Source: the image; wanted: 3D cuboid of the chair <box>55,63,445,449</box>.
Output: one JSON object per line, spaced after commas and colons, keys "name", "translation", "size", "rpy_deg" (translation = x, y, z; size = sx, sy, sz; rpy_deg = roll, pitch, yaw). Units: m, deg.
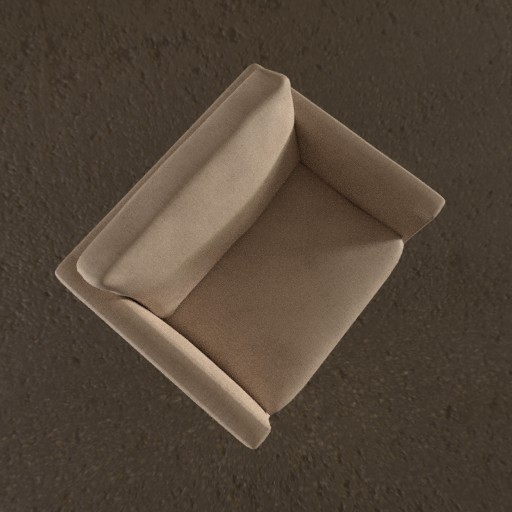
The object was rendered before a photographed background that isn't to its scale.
{"name": "chair", "translation": [0.000, 0.000, 1.841], "size": [0.959, 0.961, 1.133], "rpy_deg": [39, 79, 9]}
